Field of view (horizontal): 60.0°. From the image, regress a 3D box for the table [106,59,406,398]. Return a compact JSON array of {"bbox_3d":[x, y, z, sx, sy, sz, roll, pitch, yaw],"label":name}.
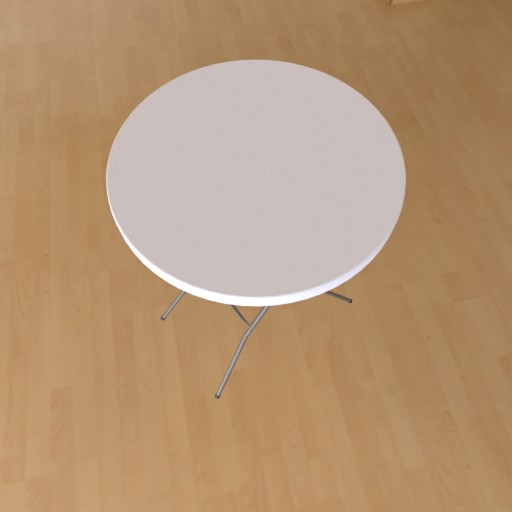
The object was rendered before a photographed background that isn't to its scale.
[{"bbox_3d":[0.000,0.000,1.667,0.795,1.105,0.792,-34,68,-16],"label":"table"}]
